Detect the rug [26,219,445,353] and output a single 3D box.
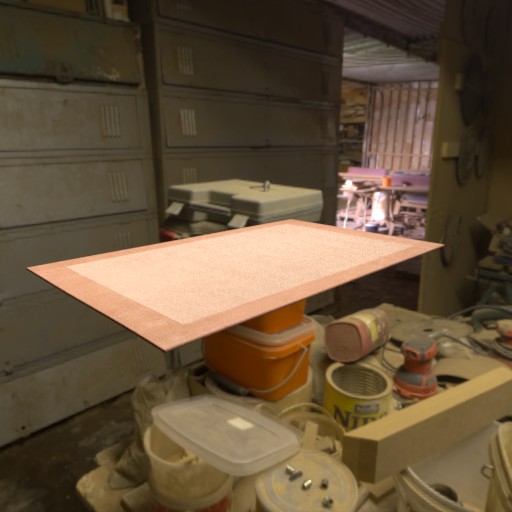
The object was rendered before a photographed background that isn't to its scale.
[{"bbox_3d":[0.000,0.000,2.994,2.438,0.014,1.524,-14,20,-43],"label":"rug"}]
